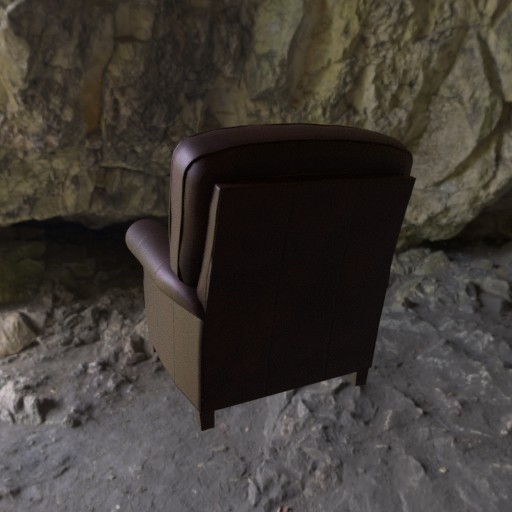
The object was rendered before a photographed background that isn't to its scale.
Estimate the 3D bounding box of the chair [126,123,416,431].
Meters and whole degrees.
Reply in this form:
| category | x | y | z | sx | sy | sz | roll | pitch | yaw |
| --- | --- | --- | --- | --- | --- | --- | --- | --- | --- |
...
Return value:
| category | x | y | z | sx | sy | sz | roll | pitch | yaw |
| --- | --- | --- | --- | --- | --- | --- | --- | --- | --- |
| chair | 0.000 | 0.000 | 1.799 | 0.936 | 1.018 | 0.986 | -7 | 17 | -25 |
